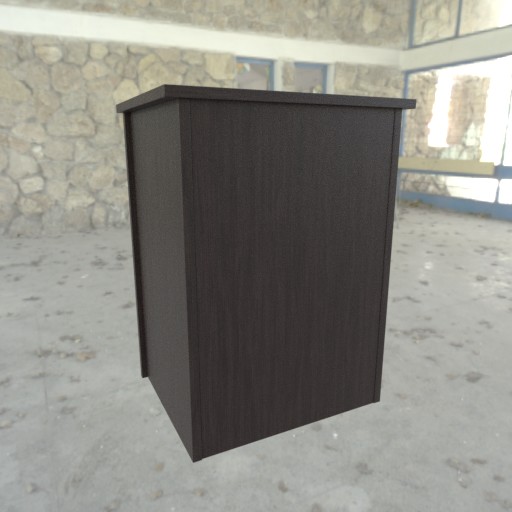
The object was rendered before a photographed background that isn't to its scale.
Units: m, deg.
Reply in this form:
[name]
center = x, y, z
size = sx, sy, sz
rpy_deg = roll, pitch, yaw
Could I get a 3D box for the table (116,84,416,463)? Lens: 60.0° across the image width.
[table]
center = 0.000, 0.000, 0.965
size = 0.480, 0.635, 0.381
rpy_deg = -7, 16, -26
